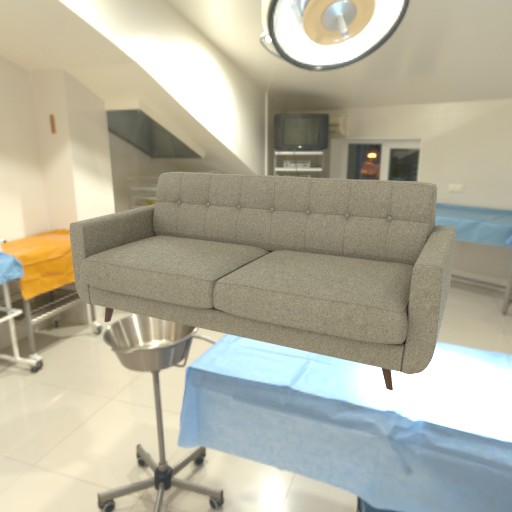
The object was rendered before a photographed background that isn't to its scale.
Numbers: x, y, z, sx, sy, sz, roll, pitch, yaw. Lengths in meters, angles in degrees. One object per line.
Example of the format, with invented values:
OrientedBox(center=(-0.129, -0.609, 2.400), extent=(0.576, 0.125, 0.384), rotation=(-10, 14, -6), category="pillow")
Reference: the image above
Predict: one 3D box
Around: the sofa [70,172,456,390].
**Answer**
OrientedBox(center=(0.000, 0.000, 2.571), extent=(2.055, 0.873, 0.968), rotation=(7, 17, 26), category="sofa")
